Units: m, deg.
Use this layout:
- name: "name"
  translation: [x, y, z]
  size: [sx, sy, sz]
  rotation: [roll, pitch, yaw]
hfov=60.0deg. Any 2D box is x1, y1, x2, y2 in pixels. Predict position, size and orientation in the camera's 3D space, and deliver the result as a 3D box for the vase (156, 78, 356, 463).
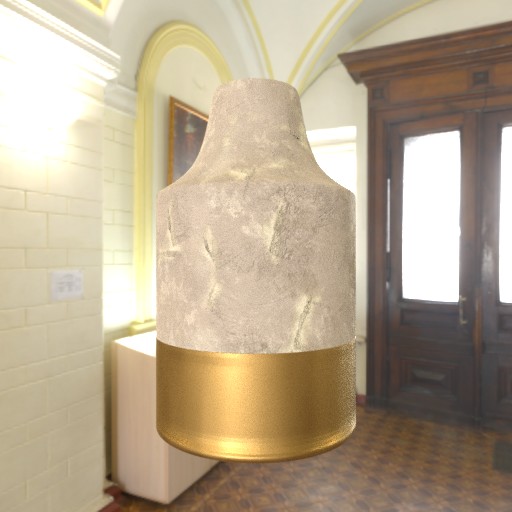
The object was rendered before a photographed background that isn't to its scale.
- name: "vase"
  translation: [0.000, 0.000, 0.417]
  size: [0.184, 0.305, 0.184]
  rotation: [0, 0, 0]
